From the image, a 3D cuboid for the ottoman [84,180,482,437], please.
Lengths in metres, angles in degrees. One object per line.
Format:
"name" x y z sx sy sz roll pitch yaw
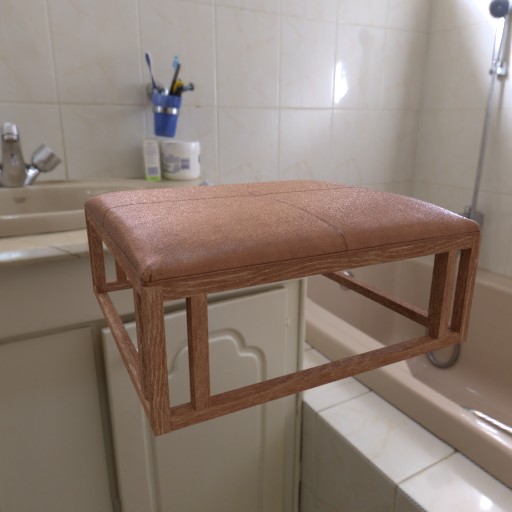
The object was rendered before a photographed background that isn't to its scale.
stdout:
"ottoman" 0.000 0.000 1.576 1.016 0.442 1.013 -8 18 -26
